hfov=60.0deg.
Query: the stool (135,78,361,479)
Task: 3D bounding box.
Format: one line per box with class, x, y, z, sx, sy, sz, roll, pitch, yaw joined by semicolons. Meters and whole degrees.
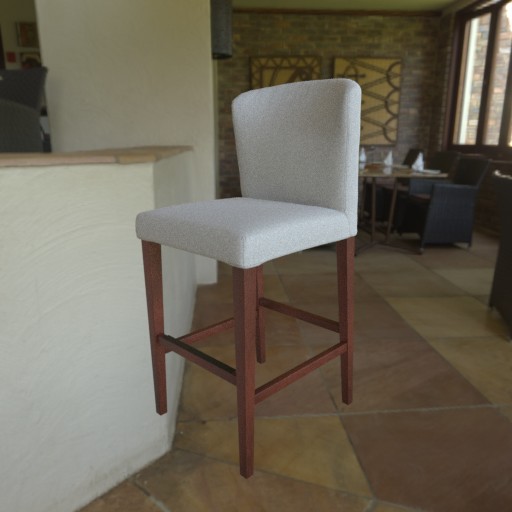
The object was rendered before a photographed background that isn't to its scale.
stool;0.000;0.000;1.380;0.479;1.069;0.568;14;20;43
